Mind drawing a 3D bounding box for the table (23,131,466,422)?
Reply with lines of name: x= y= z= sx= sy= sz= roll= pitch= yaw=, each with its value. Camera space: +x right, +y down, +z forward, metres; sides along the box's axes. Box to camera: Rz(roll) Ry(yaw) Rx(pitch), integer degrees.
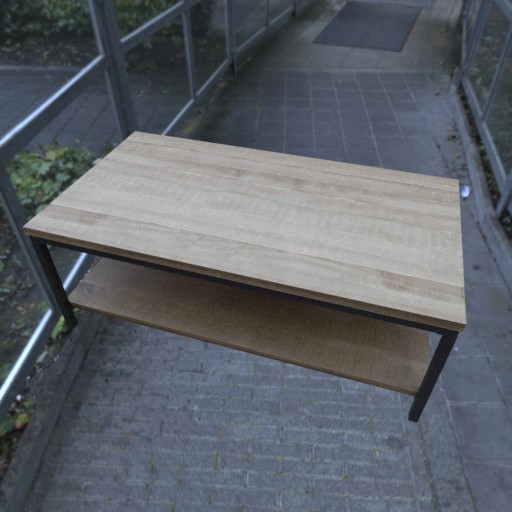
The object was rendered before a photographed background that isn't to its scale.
table: x=0.000 y=0.000 z=1.339 sx=1.062 sy=0.393 sz=0.574 roll=12 pitch=42 yaw=13
